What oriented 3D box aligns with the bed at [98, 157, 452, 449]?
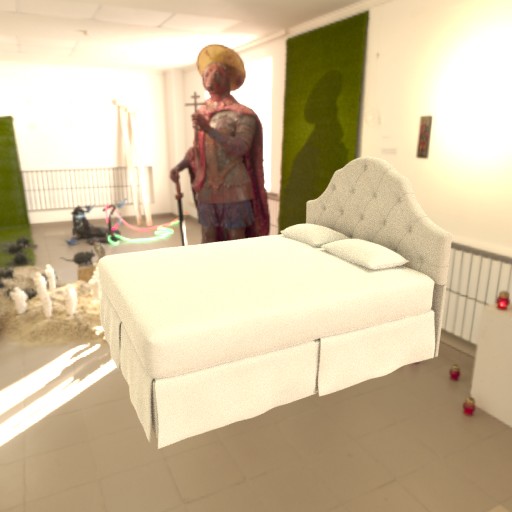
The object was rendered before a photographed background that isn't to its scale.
[{"bbox_3d":[0.000,0.000,3.841,2.477,1.617,2.039,-8,18,-26],"label":"bed"}]
